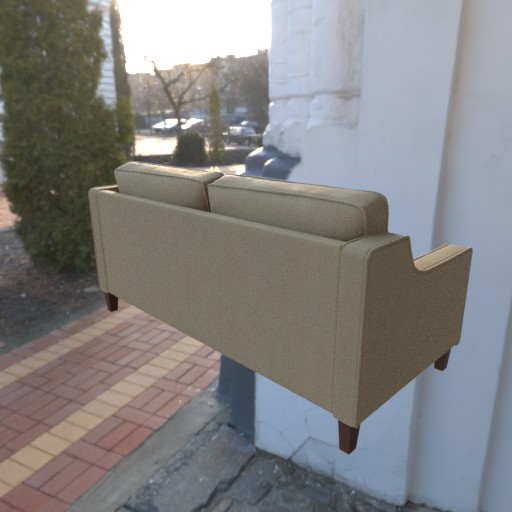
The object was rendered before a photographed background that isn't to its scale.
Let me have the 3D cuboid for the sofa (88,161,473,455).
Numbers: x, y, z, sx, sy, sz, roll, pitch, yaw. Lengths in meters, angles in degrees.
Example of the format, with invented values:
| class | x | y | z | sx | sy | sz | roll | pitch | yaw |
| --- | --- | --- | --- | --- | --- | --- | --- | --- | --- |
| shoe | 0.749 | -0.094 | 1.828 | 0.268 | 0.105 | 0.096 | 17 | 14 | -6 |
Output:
| class | x | y | z | sx | sy | sz | roll | pitch | yaw |
| --- | --- | --- | --- | --- | --- | --- | --- | --- | --- |
| sofa | 0.000 | 0.000 | 2.731 | 1.066 | 1.071 | 2.178 | -16 | 23 | -42 |
